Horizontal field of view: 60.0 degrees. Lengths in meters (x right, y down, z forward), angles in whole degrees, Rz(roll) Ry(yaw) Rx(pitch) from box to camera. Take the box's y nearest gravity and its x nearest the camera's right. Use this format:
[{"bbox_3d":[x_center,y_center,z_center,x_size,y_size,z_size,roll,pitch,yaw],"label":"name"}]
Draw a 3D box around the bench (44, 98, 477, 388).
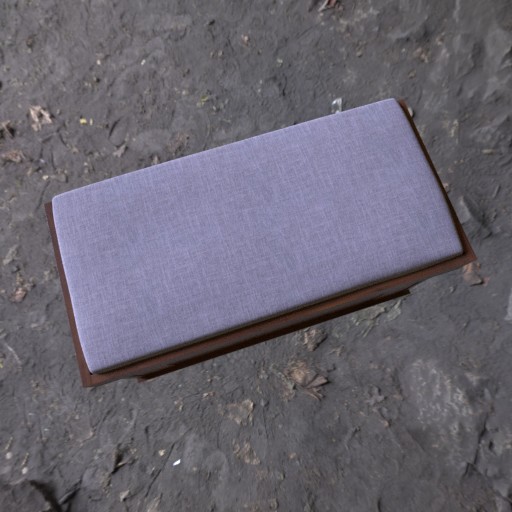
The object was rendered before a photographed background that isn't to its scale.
[{"bbox_3d":[0.000,0.000,1.020,0.734,0.461,0.362,-17,76,-4],"label":"bench"}]
